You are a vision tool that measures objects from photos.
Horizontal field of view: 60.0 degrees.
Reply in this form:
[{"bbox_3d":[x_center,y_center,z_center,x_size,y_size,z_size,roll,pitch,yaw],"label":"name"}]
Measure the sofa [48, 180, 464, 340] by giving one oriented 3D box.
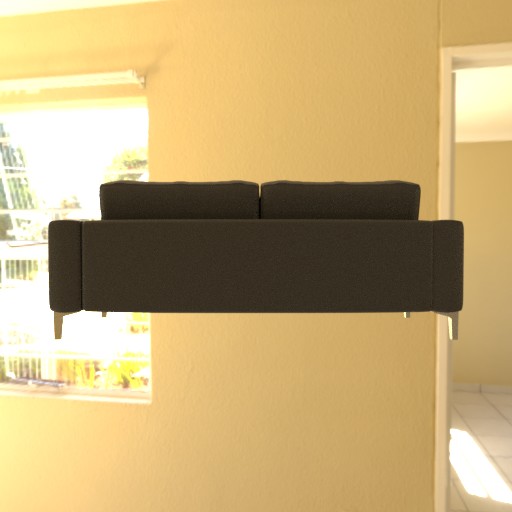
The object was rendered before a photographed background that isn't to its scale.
[{"bbox_3d":[0.000,0.000,2.780,2.275,0.893,0.833,0,1,0],"label":"sofa"}]
